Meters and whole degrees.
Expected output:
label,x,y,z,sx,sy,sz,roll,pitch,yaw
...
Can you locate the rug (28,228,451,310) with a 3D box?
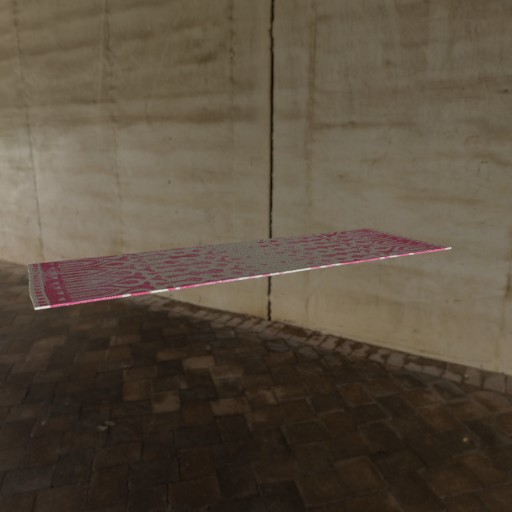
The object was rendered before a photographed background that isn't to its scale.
label,x,y,z,sx,sy,sz,roll,pitch,yaw
rug,0.000,0.000,2.671,2.458,0.011,0.787,-7,16,-26
